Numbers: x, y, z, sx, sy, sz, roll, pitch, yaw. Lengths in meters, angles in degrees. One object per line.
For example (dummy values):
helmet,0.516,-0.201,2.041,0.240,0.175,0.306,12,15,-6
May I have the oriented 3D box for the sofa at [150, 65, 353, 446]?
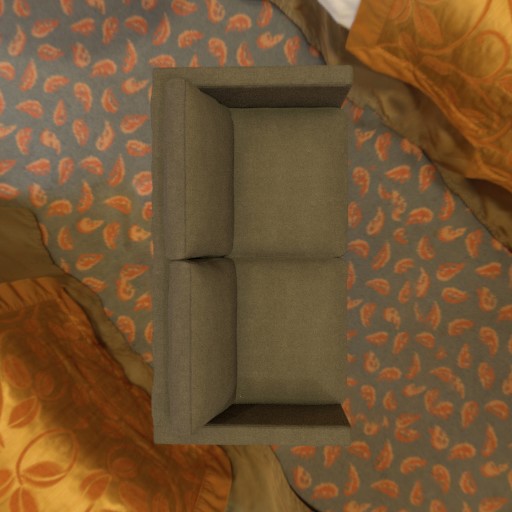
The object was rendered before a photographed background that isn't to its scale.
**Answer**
sofa,0.000,0.000,2.352,0.974,0.854,1.802,0,91,2
